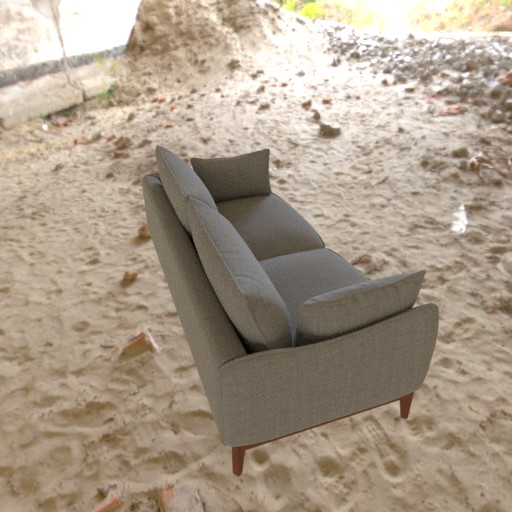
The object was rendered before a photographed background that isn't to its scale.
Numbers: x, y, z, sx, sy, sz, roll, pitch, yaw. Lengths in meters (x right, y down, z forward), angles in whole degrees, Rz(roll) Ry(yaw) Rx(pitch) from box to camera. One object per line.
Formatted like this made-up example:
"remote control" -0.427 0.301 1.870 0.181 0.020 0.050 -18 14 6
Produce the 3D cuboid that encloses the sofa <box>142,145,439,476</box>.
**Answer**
"sofa" 0.000 0.000 2.477 0.972 0.851 1.989 -11 33 -17
